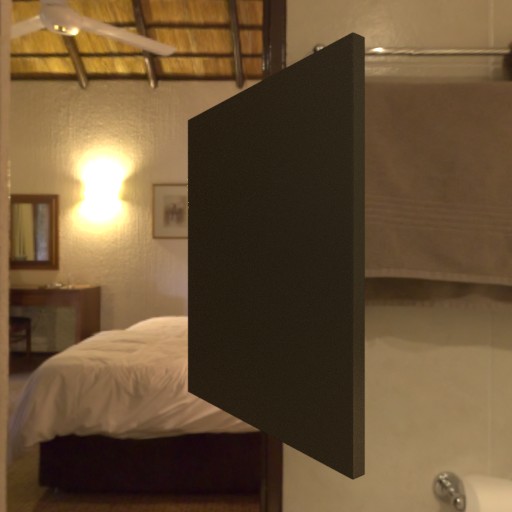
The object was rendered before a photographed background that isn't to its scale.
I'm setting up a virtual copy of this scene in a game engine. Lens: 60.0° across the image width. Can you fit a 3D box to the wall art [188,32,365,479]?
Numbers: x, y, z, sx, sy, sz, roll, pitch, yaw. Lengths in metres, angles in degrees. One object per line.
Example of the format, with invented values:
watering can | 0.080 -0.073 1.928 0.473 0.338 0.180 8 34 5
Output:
wall art | 0.000 0.000 1.578 0.053 1.194 0.950 0 0 -36
